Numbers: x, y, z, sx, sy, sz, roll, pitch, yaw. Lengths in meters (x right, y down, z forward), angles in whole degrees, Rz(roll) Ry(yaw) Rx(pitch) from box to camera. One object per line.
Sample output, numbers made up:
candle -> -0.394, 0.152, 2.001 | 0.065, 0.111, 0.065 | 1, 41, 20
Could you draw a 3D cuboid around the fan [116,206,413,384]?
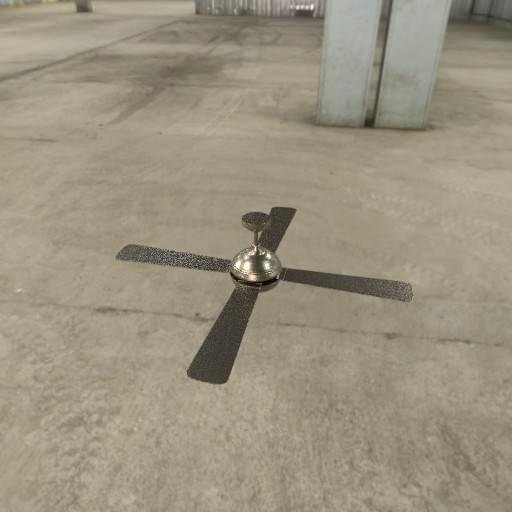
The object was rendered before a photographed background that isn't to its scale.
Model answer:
fan -> 0.000, 0.000, 1.998 | 1.321, 0.381, 1.321 | 20, 37, 29
